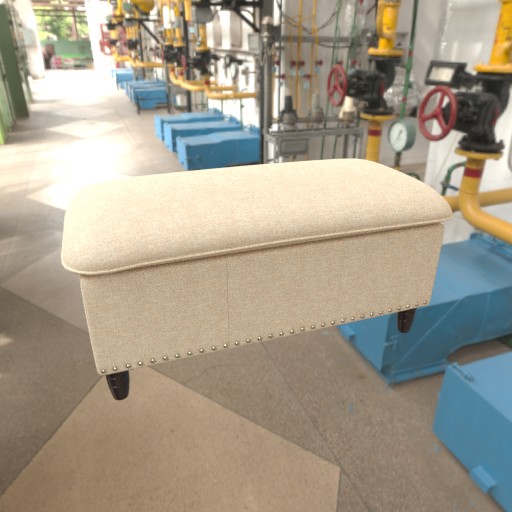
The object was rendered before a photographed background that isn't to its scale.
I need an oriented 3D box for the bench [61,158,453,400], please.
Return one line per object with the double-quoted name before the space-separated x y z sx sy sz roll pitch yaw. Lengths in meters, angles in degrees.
"bench" 0.000 0.000 1.285 0.991 0.483 0.483 -9 27 -18
